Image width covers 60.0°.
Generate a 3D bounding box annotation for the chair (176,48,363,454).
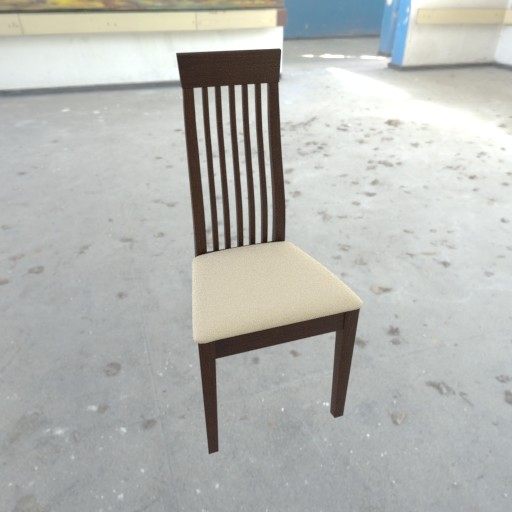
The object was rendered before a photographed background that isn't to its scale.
[{"bbox_3d":[0.000,0.000,1.278,0.460,1.027,0.474,-10,33,-15],"label":"chair"}]
